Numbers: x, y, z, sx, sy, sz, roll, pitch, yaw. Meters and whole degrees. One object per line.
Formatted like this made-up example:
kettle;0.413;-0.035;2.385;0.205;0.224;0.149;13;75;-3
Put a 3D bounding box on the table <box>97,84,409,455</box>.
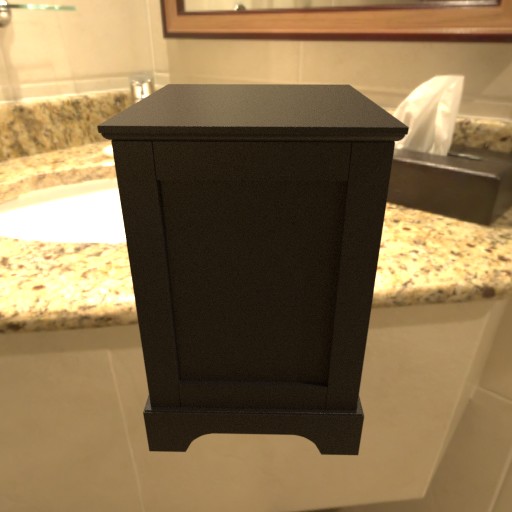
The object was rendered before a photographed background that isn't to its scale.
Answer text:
table;0.000;0.000;0.908;0.399;0.610;0.460;1;27;1
